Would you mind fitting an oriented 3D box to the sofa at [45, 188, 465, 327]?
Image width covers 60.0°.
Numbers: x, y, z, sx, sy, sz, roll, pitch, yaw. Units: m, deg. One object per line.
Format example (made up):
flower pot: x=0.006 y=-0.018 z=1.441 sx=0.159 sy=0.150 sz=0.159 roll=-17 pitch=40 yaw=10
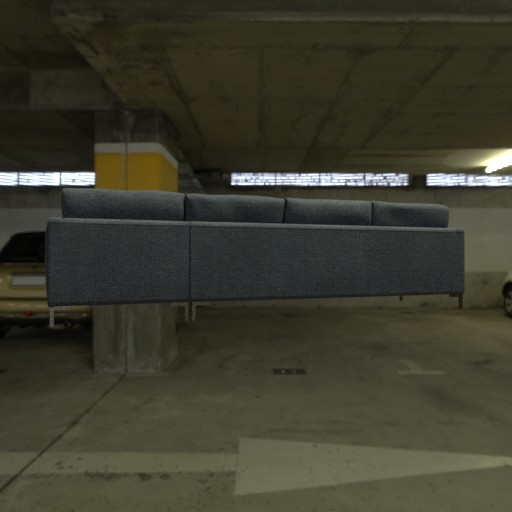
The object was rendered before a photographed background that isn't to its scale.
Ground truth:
sofa: x=0.000 y=0.000 z=3.522 sx=2.932 sy=0.810 sz=1.350 roll=0 pitch=0 yaw=-18
